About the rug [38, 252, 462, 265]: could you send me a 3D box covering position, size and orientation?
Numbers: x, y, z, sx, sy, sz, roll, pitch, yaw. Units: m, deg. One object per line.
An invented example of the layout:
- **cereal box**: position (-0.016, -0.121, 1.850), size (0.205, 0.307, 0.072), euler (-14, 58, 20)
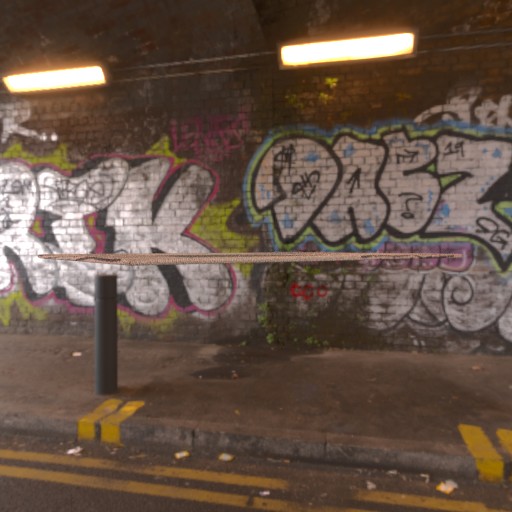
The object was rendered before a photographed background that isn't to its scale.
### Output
- **rug**: position (0.000, 0.000, 2.312), size (1.847, 0.020, 1.238), euler (-1, 1, -37)
